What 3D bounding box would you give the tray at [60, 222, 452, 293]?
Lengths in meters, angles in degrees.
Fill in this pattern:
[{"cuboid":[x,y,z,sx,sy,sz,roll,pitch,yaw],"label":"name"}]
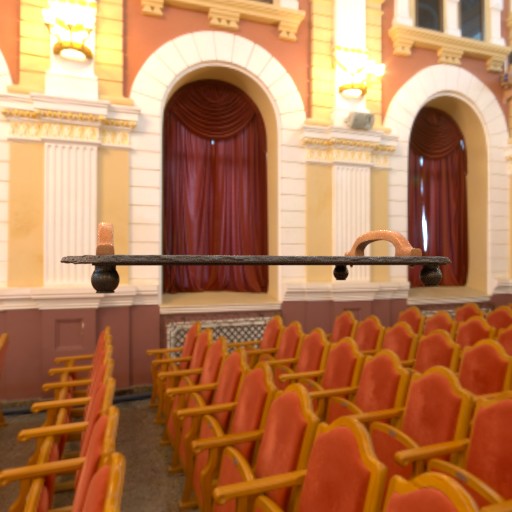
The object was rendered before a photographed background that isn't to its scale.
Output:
[{"cuboid":[0.000,0.000,0.479,0.387,0.062,0.231,0,-1,-19],"label":"tray"}]
